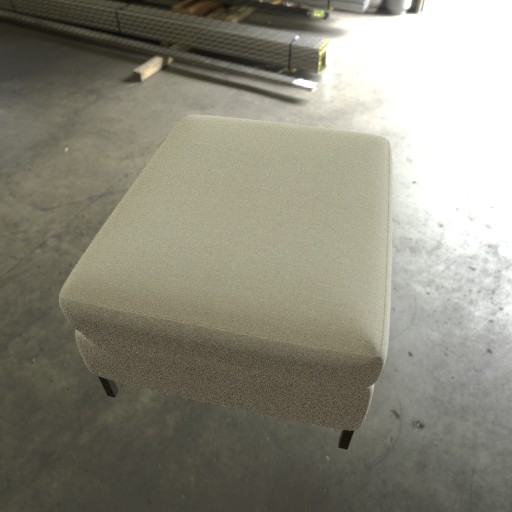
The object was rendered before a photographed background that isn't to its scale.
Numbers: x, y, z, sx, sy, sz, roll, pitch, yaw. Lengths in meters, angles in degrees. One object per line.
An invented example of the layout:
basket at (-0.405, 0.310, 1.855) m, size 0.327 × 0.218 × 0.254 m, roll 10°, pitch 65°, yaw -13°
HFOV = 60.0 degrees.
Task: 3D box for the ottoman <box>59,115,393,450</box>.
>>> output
ottoman at (0.000, 0.000, 1.200) m, size 0.657 × 0.453 × 0.794 m, roll 9°, pitch 46°, yaw 9°
